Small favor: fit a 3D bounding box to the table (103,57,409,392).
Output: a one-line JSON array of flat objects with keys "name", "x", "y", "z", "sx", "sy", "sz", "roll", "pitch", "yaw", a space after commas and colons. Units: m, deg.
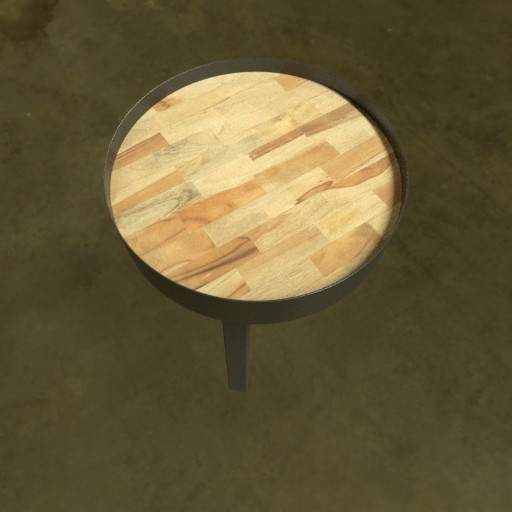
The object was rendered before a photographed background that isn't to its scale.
[{"name": "table", "x": 0.000, "y": 0.000, "z": 0.844, "sx": 0.406, "sy": 0.559, "sz": 0.406, "roll": 0, "pitch": 63, "yaw": 0}]
